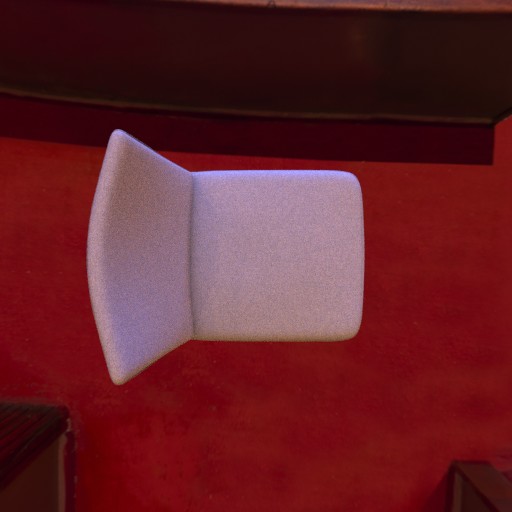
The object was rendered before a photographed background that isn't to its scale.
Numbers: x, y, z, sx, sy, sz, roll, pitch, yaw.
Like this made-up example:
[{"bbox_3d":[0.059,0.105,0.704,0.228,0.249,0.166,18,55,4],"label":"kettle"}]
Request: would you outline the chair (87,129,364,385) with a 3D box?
[{"bbox_3d":[0.000,0.000,1.153,0.570,0.859,0.456,0,90,0],"label":"chair"}]
